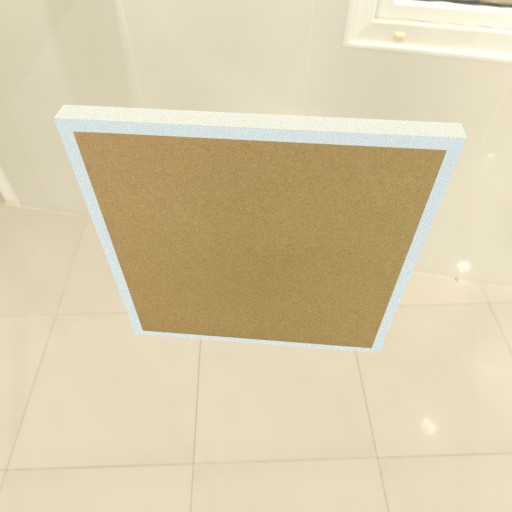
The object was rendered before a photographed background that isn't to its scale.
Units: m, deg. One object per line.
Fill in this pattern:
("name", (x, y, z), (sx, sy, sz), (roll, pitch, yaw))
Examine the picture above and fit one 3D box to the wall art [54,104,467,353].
("wall art", (0.000, 0.000, 0.449), (0.307, 0.307, 0.020), (4, 48, 3))
